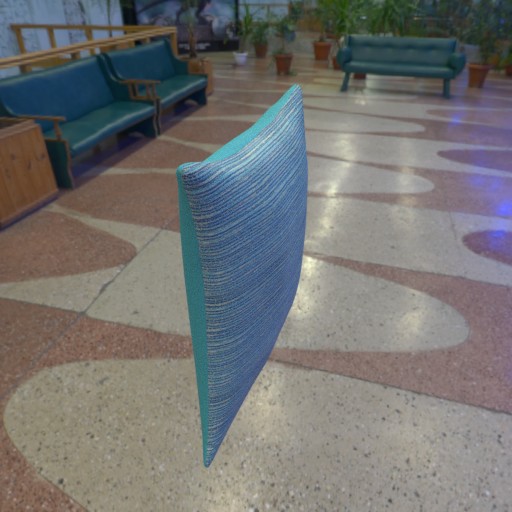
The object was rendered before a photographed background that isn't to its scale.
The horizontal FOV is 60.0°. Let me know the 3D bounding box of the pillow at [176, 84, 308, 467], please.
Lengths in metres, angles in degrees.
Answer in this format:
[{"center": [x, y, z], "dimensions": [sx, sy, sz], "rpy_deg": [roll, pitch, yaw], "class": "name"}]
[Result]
[{"center": [0.000, 0.000, 0.782], "dimensions": [0.150, 0.497, 0.514], "rpy_deg": [10, 33, 15], "class": "pillow"}]
